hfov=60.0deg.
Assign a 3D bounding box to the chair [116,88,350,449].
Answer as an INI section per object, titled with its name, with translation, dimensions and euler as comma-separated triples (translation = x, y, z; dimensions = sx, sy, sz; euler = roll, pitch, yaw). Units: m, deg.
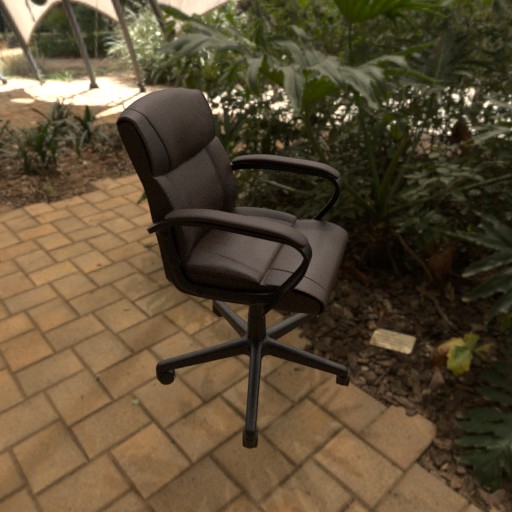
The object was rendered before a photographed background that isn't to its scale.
[chair]
translation = 0.000, 0.000, 1.480
dimensions = 0.717, 1.004, 0.739
euler = 10, 32, 16
